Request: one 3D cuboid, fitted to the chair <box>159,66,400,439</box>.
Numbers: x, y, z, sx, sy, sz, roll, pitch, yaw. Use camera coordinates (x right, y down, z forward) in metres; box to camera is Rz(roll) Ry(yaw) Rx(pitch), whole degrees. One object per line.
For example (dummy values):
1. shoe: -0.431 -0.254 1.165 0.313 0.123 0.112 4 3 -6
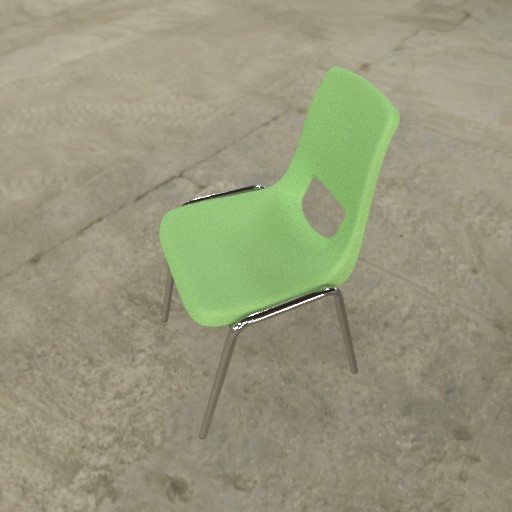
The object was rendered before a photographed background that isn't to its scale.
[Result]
1. chair: 0.000 0.000 0.963 0.436 0.704 0.381 -16 47 -16
